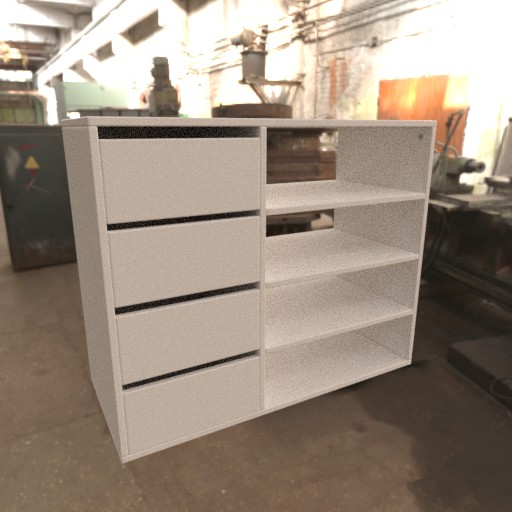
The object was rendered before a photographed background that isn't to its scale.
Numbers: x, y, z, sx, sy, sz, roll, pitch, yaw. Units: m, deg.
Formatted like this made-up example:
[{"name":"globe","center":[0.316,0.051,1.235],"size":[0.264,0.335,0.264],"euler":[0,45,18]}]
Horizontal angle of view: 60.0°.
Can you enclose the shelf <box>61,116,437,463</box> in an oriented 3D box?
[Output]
[{"name":"shelf","center":[0.000,0.000,1.250],"size":[0.895,0.732,0.396],"euler":[-9,18,-28]}]
